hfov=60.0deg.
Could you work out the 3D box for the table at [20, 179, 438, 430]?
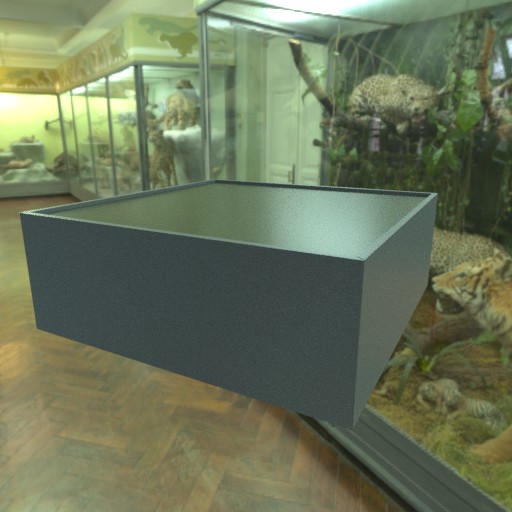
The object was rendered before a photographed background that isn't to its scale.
[{"bbox_3d":[0.000,0.000,1.213,0.801,0.299,0.801,9,18,28],"label":"table"}]
